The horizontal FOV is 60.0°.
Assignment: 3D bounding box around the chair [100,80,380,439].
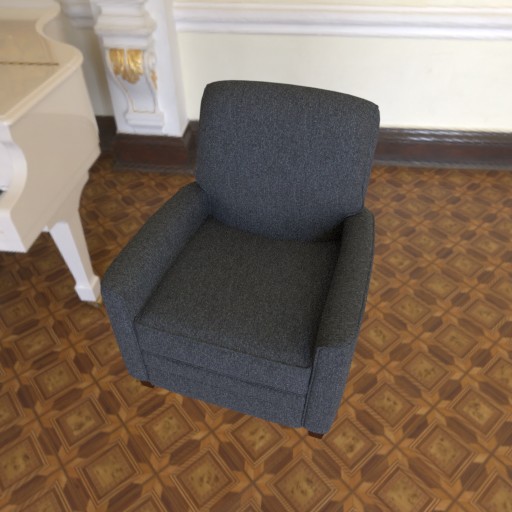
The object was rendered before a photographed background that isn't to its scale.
[{"bbox_3d":[0.000,0.000,1.651,0.839,1.016,0.850,12,43,13],"label":"chair"}]
